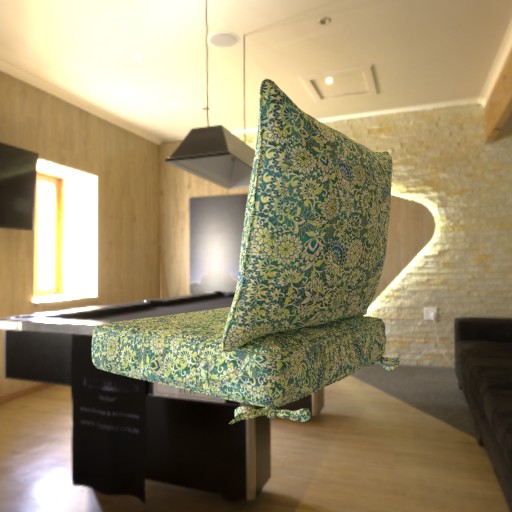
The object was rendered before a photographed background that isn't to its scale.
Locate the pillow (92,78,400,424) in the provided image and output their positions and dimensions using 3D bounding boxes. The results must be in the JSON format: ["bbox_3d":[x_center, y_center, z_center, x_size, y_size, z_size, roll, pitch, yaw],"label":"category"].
[{"bbox_3d":[0.000,0.000,1.367,0.740,0.722,0.798,-1,-1,36],"label":"pillow"}]
